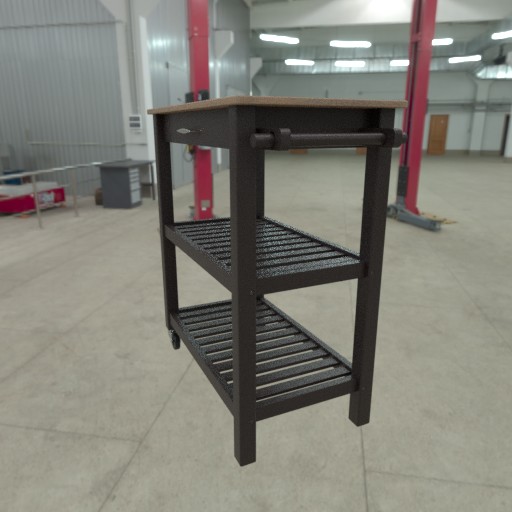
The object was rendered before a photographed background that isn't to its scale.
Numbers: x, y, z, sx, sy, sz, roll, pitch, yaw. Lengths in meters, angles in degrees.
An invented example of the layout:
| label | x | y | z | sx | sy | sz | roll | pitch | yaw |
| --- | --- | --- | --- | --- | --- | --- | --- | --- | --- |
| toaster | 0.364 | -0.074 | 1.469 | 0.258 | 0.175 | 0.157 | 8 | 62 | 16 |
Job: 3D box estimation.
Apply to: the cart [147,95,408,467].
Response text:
| label | x | y | z | sx | sy | sz | roll | pitch | yaw |
| --- | --- | --- | --- | --- | --- | --- | --- | --- | --- |
| cart | 0.000 | 0.000 | 1.442 | 0.457 | 0.927 | 0.899 | -8 | 18 | -24 |
